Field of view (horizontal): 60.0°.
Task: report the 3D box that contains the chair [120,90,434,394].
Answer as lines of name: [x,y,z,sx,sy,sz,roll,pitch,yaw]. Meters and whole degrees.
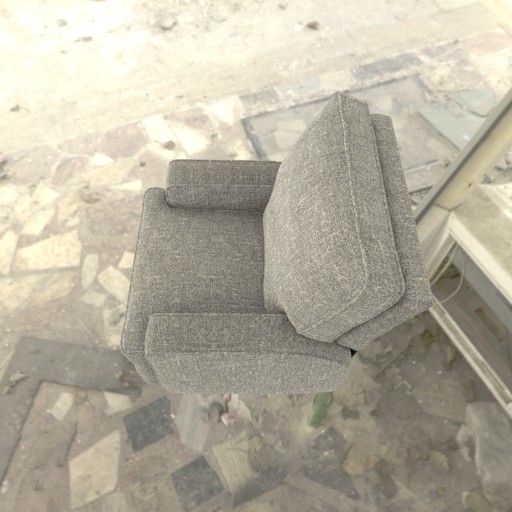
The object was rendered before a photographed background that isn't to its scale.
chair: [0.000,0.000,1.690,0.964,0.962,0.861,0,59,0]
